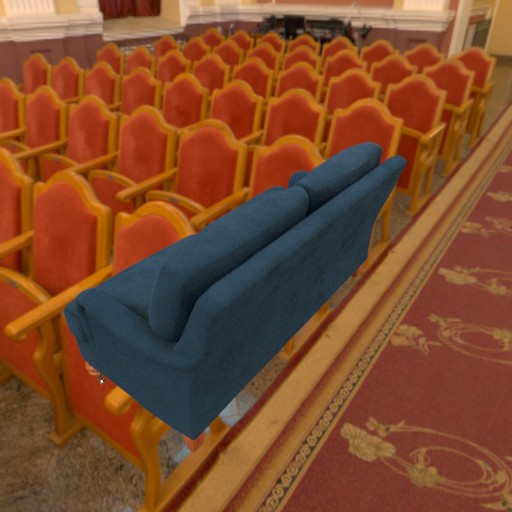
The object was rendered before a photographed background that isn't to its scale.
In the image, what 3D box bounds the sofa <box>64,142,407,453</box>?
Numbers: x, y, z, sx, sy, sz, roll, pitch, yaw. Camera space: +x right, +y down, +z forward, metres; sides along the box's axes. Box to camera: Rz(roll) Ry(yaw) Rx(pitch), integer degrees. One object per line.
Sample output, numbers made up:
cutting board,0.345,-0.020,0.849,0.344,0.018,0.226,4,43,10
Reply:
sofa,0.000,0.000,2.798,1.084,1.101,2.141,20,36,30
